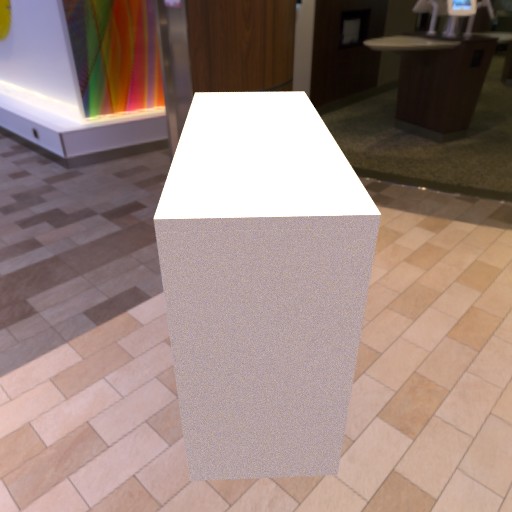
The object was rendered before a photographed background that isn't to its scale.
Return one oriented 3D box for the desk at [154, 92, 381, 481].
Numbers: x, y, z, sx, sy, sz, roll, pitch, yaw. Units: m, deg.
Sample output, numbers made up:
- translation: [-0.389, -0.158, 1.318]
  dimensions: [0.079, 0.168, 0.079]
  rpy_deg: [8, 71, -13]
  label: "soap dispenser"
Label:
- translation: [0.000, 0.000, 1.411]
  dimensions: [0.400, 0.790, 1.000]
  rpy_deg: [-1, 32, -2]
  label: "desk"
